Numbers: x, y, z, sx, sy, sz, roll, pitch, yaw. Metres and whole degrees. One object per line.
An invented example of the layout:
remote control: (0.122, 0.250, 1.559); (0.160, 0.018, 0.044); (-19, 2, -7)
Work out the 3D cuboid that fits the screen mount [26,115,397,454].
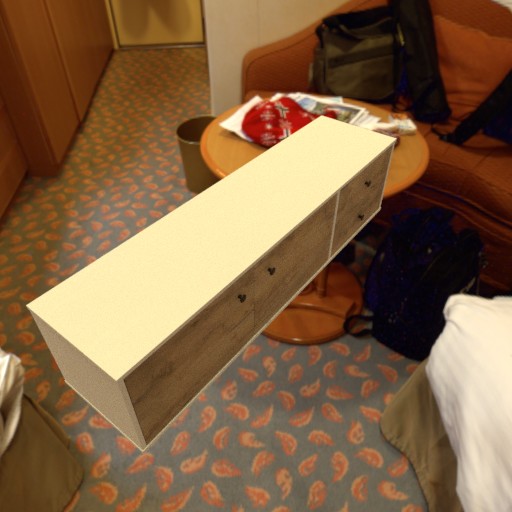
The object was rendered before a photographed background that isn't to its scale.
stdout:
screen mount: (0.000, 0.000, 1.813); (0.418, 0.520, 1.600); (27, 49, 27)
